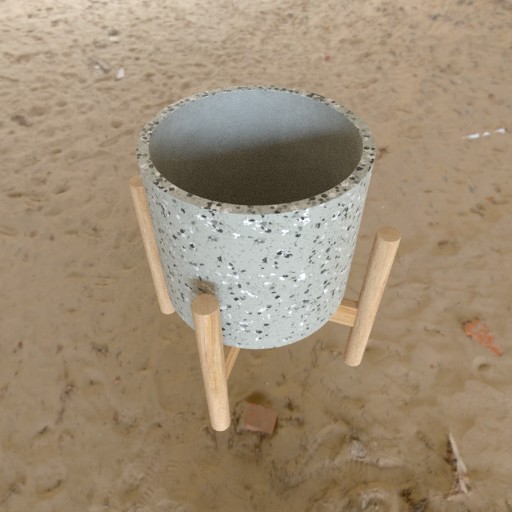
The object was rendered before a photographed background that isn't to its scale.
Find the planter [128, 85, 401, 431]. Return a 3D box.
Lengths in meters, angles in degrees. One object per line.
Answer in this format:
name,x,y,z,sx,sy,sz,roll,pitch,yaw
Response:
planter,0.000,0.000,0.532,0.284,0.320,0.284,32,54,27
